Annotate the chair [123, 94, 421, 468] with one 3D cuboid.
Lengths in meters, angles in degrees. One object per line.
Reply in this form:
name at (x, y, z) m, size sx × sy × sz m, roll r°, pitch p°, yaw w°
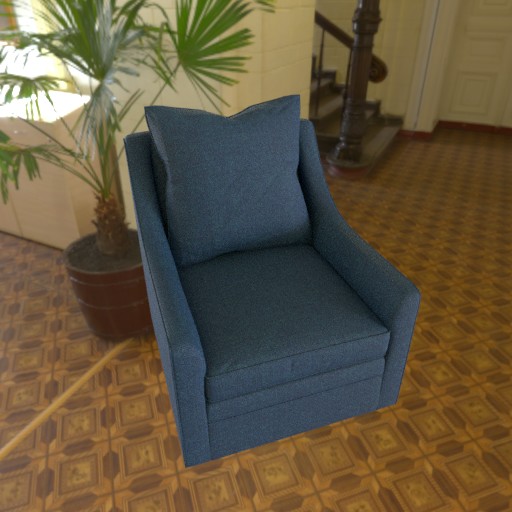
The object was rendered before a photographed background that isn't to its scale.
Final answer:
chair at (0.000, 0.000, 1.570) m, size 0.750 × 0.939 × 0.870 m, roll -10°, pitch 33°, yaw -16°
